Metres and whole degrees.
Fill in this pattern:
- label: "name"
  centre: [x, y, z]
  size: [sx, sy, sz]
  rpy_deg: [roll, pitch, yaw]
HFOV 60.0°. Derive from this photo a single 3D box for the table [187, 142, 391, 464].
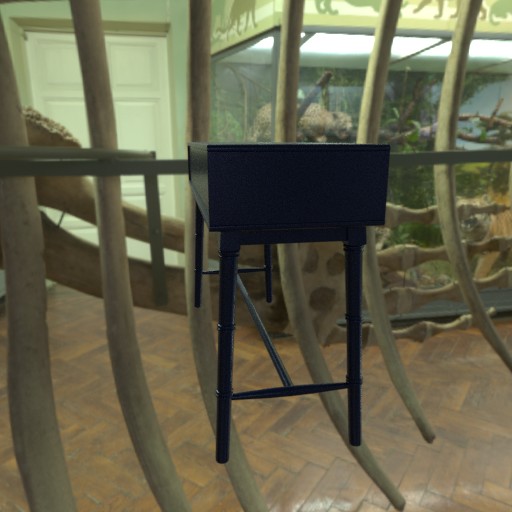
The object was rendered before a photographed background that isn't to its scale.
- label: "table"
  centre: [0.000, 0.000, 1.512]
  size: [0.399, 0.749, 1.118]
  rpy_deg: [-3, 15, -10]
